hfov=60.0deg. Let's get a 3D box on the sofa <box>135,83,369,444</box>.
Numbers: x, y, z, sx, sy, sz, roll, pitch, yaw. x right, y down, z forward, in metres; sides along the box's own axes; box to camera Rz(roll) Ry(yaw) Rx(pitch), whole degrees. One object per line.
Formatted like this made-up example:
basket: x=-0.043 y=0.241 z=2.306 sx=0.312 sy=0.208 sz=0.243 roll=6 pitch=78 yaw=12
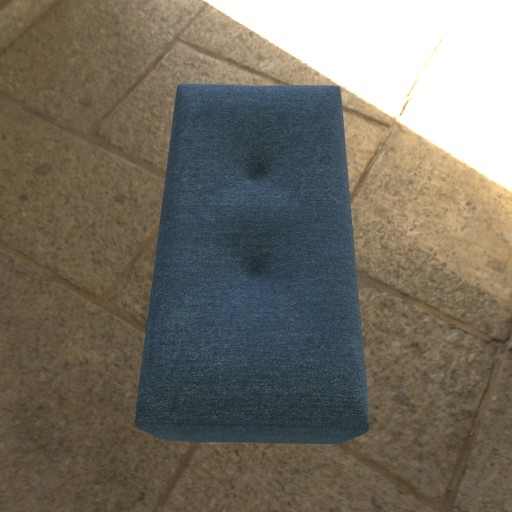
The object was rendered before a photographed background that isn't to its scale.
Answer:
sofa: x=0.000 y=0.000 z=1.211 sx=0.480 sy=0.470 sz=0.930 roll=1 pitch=65 yaw=0
